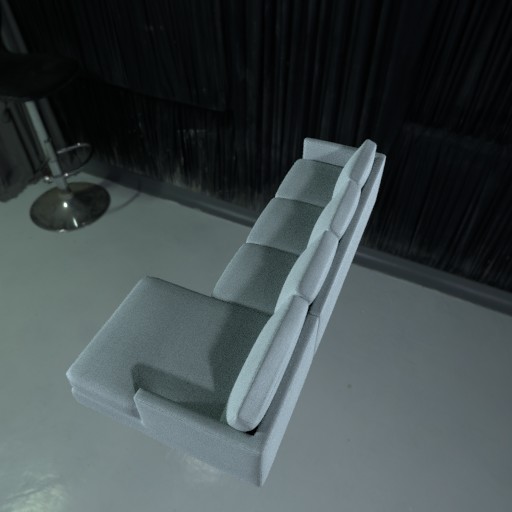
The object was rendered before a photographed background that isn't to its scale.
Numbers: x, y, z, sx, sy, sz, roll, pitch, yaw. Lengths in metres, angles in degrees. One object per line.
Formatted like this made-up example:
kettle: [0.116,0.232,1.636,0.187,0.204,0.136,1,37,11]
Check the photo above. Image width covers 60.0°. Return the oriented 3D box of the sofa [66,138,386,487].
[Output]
sofa: [0.000,0.000,4.084,1.604,0.950,3.471,17,49,16]
